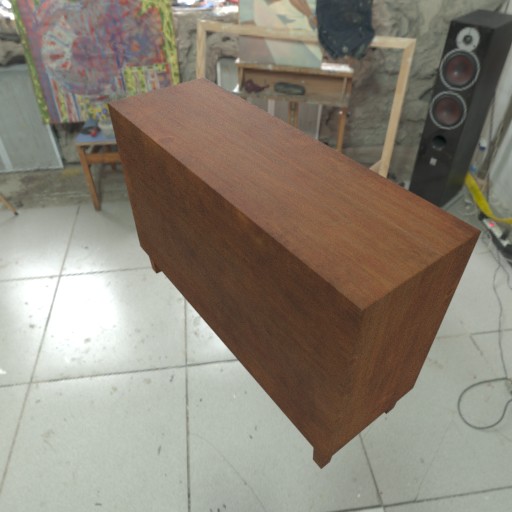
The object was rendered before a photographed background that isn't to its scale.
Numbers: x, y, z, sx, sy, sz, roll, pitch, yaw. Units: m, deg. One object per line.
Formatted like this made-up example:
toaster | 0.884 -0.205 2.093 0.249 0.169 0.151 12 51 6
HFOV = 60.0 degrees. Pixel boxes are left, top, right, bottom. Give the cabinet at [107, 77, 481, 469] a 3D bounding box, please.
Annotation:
cabinet | 0.000 0.000 1.560 0.403 0.805 1.204 -27 48 -27
